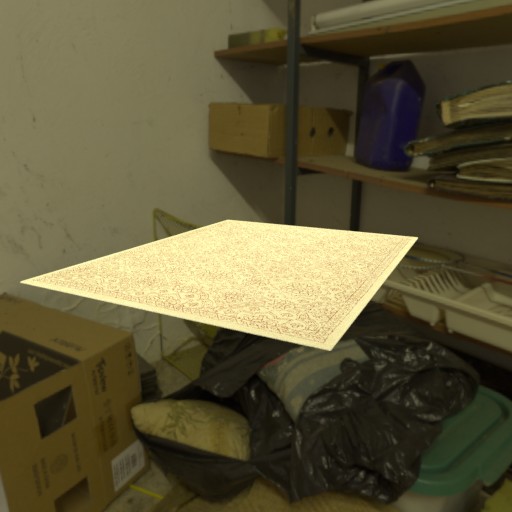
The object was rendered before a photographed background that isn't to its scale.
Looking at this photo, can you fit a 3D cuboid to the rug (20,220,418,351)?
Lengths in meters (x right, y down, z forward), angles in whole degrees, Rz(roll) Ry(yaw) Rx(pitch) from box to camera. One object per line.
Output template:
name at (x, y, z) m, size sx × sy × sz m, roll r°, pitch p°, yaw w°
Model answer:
rug at (0.000, 0.000, 4.112) m, size 2.441 × 0.015 × 3.050 m, roll 7°, pitch 16°, yaw 26°
